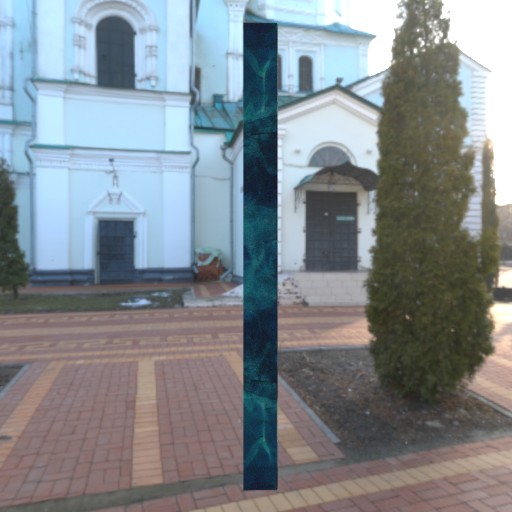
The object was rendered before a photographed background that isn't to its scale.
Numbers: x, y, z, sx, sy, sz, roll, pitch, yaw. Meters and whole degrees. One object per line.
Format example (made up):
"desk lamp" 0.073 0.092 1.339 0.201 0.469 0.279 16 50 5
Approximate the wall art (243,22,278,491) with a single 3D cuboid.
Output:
"wall art" 0.000 0.000 0.697 0.038 0.508 0.432 0 0 -1
